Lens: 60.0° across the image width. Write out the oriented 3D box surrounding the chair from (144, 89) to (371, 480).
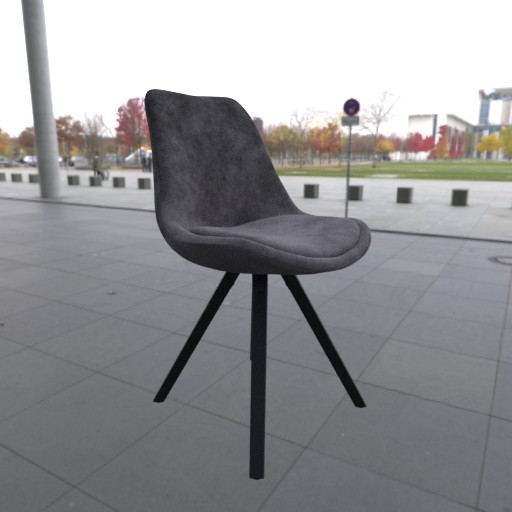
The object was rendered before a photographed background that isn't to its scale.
[{"bbox_3d":[0.000,0.000,1.154,0.485,0.850,0.550,-12,17,-43],"label":"chair"}]
